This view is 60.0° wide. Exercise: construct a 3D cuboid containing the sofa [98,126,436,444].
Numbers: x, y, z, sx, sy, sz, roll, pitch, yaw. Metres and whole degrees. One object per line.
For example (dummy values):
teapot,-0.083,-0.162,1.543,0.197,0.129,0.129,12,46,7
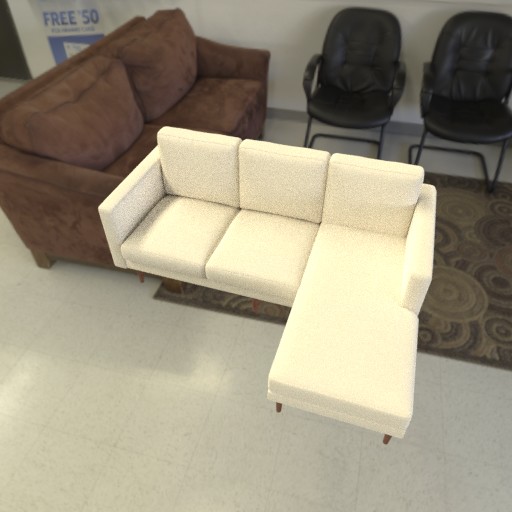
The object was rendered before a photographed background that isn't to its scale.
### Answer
sofa,0.000,0.000,2.782,2.029,0.899,1.580,12,44,13
